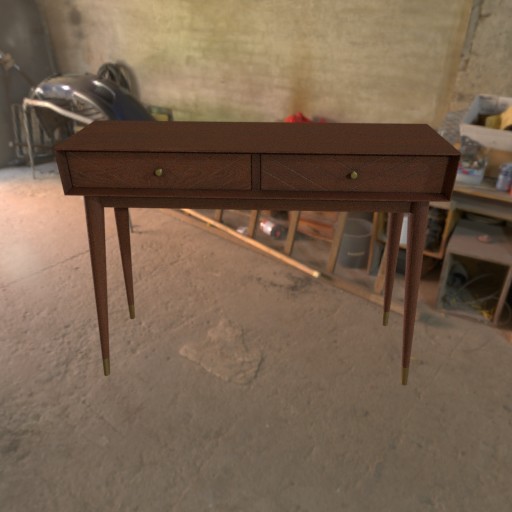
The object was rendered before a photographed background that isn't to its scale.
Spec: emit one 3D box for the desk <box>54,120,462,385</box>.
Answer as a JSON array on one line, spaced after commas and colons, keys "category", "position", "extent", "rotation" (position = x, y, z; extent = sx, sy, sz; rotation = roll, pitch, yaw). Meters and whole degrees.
[{"category": "desk", "position": [0.000, 0.000, 1.681], "extent": [1.204, 0.917, 0.384], "rotation": [1, 30, 2]}]
